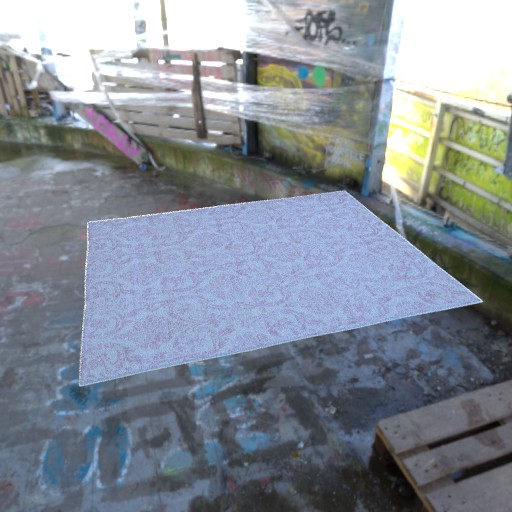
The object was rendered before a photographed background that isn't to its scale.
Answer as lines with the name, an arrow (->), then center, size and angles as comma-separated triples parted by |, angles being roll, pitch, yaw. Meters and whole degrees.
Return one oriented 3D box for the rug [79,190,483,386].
rug -> 0.000, 0.000, 4.049 | 2.980, 0.012, 2.363 | -9, 32, -14
